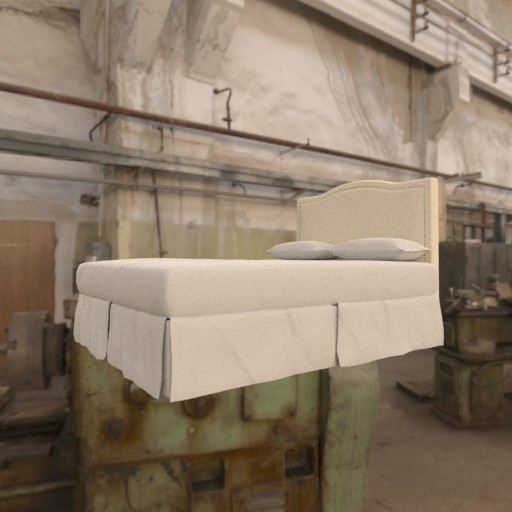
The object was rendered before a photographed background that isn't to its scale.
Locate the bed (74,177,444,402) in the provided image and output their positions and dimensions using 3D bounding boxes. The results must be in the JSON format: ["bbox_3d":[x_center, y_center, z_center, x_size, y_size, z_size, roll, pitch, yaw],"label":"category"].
[{"bbox_3d":[0.000,0.000,3.622,2.477,1.437,1.977,0,0,-35],"label":"bed"}]
